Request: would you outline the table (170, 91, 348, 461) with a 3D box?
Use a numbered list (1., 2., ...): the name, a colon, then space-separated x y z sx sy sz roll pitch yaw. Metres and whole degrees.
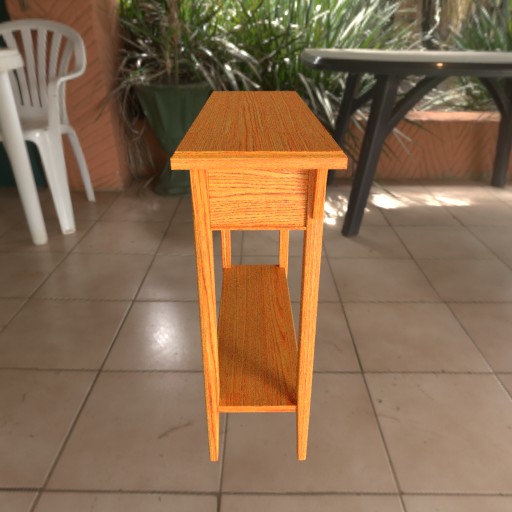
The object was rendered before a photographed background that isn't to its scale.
1. table: 0.000 0.000 1.131 0.254 0.711 0.762 0 27 -1
